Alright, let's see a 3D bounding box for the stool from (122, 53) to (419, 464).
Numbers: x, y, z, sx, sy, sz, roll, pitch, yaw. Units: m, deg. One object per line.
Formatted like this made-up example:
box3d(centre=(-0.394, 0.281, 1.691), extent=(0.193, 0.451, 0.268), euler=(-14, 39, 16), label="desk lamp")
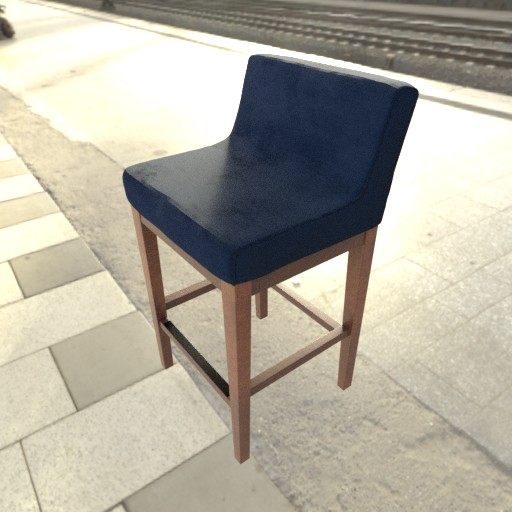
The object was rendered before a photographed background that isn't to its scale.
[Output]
box3d(centre=(0.000, 0.000, 1.223), extent=(0.516, 0.945, 0.511), euler=(-23, 40, -31), label="stool")
